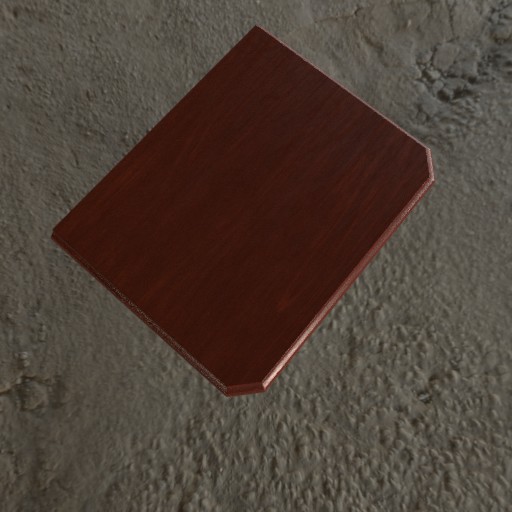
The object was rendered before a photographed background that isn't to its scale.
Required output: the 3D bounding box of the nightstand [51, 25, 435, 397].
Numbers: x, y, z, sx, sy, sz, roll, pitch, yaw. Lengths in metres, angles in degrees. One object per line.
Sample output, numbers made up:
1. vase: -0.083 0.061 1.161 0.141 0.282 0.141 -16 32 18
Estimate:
1. nightstand: 0.000 0.000 0.921 0.351 0.681 0.435 40 80 8
